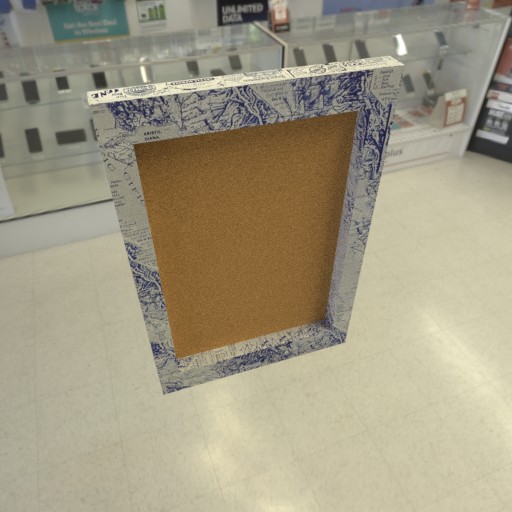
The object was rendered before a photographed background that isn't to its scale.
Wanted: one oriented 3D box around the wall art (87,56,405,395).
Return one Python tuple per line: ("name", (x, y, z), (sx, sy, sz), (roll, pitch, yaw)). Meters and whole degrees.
("wall art", (0.000, 0.000, 0.757), (0.408, 0.601, 0.040), (-13, 43, -14))
